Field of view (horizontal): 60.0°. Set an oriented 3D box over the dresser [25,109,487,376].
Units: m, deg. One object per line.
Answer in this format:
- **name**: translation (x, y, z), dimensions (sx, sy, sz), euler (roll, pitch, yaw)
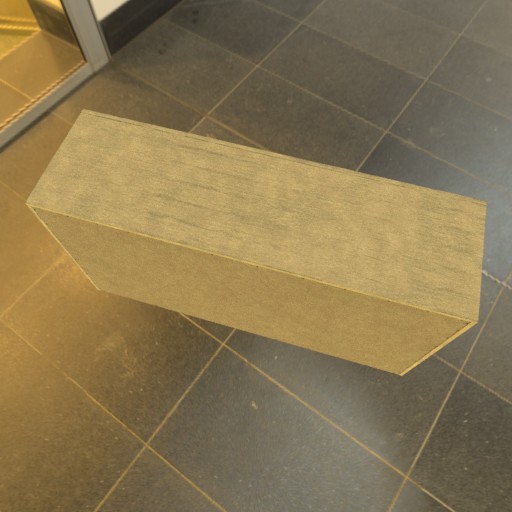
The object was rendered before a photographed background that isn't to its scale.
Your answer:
- **dresser**: translation (0.000, 0.000, 2.023), dimensions (1.628, 0.889, 0.483), euler (15, 64, 7)
